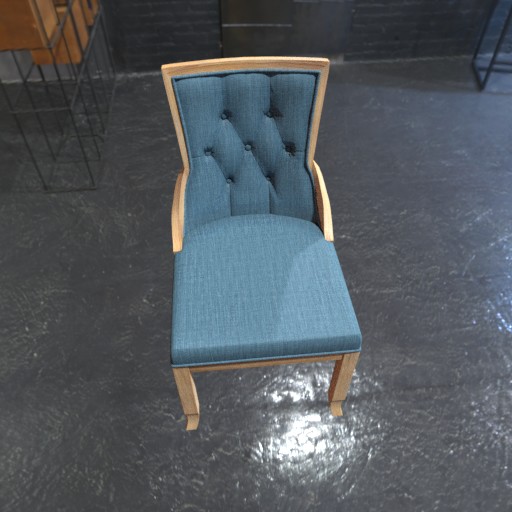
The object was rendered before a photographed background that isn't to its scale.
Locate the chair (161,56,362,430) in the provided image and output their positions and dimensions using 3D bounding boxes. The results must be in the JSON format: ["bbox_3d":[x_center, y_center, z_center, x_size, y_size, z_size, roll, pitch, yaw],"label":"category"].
[{"bbox_3d":[0.000,0.000,1.355,0.524,0.947,0.641,-4,47,-4],"label":"chair"}]
